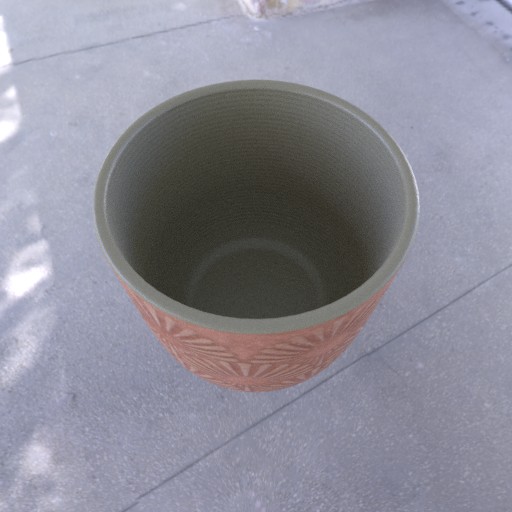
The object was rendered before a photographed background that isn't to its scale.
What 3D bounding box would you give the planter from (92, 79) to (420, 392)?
[{"bbox_3d":[0.000,0.000,0.216,0.124,0.109,0.124,0,58,0],"label":"planter"}]
